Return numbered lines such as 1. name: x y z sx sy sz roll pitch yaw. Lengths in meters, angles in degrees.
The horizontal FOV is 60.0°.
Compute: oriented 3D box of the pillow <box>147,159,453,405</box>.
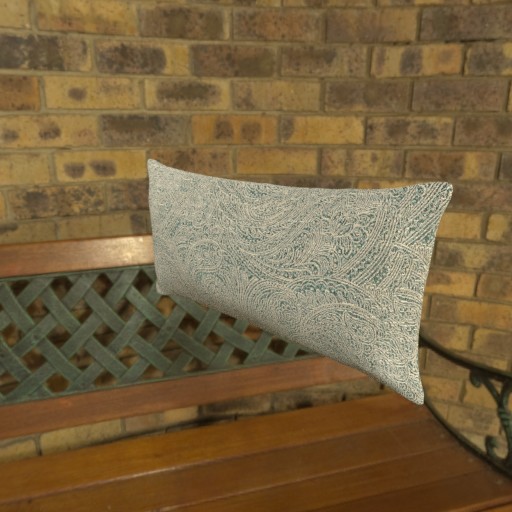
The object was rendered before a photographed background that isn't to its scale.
1. pillow: 0.000 0.000 0.746 0.615 0.295 0.151 15 22 42
